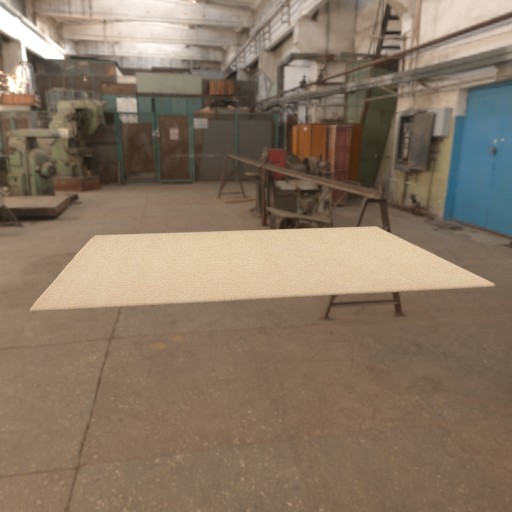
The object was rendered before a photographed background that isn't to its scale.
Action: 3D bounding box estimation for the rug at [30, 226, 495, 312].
[{"bbox_3d":[0.000,0.000,2.297,1.848,0.014,1.238,-2,15,-8],"label":"rug"}]
